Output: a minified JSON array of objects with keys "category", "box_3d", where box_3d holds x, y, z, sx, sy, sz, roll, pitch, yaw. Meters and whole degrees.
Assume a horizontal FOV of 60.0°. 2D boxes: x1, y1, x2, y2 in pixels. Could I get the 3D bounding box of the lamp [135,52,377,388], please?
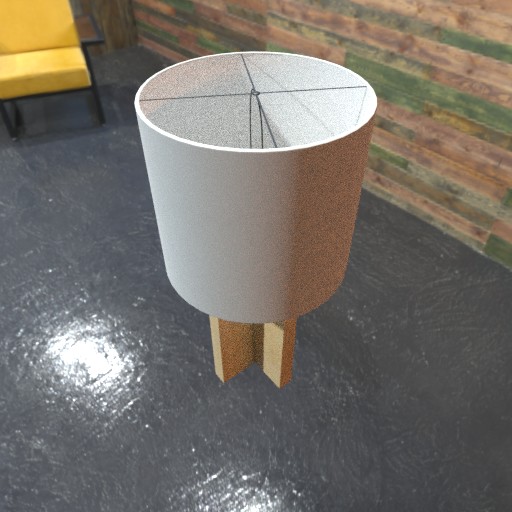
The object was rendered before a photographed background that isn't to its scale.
[{"category":"lamp","box_3d":[0.000,0.000,0.569,0.229,0.428,0.229,-28,50,-27]}]
